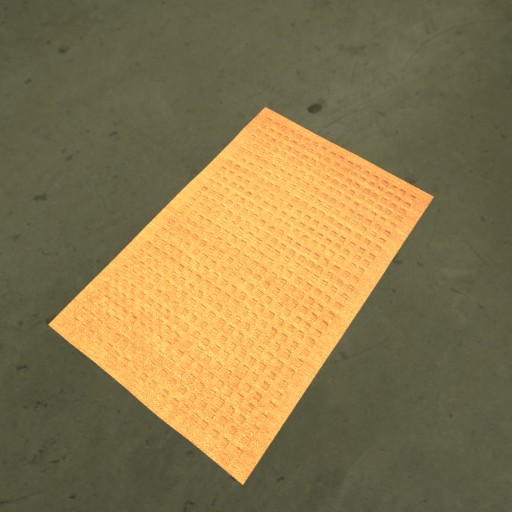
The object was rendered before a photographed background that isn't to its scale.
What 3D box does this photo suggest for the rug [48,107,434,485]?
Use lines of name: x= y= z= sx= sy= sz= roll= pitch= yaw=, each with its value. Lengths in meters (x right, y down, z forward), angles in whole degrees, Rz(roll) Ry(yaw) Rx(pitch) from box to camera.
rug: x=0.000 y=0.000 z=2.258 sx=1.143 sy=0.006 sz=1.747 roll=33 pitch=67 yaw=16
